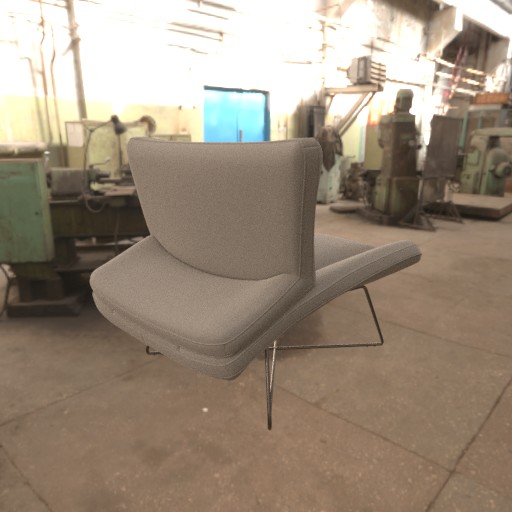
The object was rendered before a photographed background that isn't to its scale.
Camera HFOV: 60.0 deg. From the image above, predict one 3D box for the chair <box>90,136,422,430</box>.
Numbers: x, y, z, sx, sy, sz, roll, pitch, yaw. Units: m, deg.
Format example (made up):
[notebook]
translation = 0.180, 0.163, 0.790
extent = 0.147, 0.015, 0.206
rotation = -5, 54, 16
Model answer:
[chair]
translation = 0.000, 0.000, 1.645
extent = 0.859, 0.855, 1.008
rotation = 15, 21, 43
